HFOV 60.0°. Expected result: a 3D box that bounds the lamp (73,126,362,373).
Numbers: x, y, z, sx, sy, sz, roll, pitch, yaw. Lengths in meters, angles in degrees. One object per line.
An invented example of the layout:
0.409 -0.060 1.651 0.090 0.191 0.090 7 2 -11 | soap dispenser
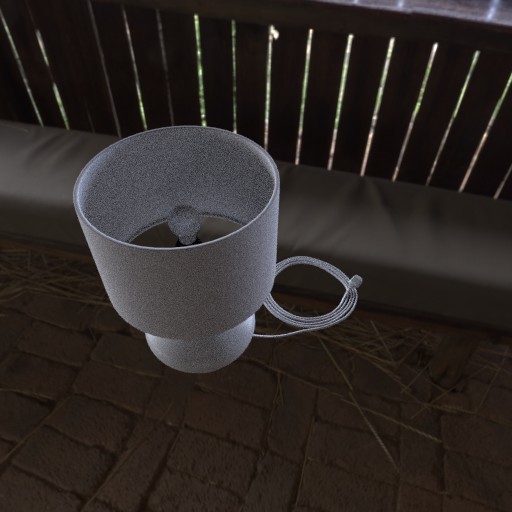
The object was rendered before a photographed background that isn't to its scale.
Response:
0.000 0.000 0.870 0.546 0.457 0.401 -3 47 -3 | lamp
